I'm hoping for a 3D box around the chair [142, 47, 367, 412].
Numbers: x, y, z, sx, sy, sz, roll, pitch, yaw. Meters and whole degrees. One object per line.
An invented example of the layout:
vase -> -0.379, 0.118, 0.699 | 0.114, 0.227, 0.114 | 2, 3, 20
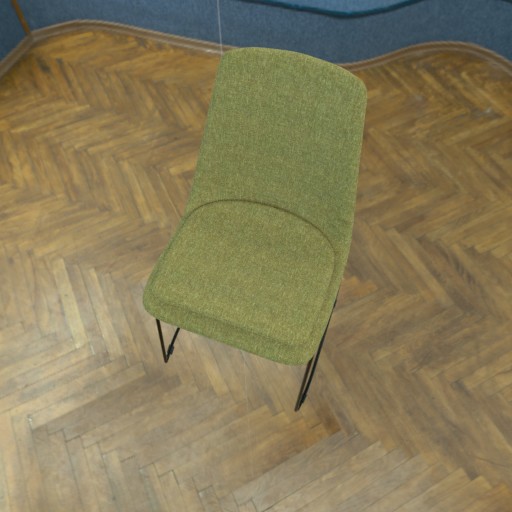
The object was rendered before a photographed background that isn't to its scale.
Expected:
chair -> 0.000, 0.000, 1.143 | 0.479, 0.849, 0.496 | 17, 61, 10
